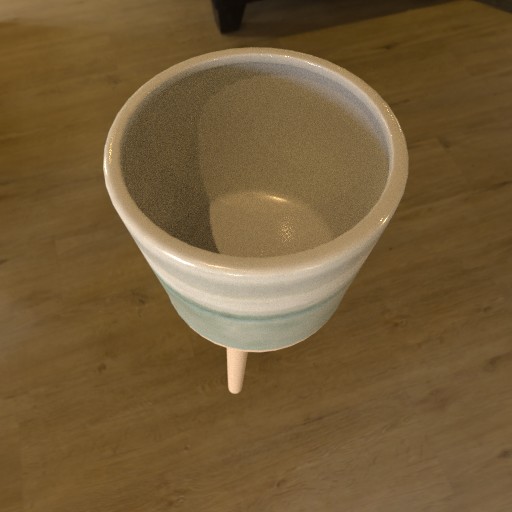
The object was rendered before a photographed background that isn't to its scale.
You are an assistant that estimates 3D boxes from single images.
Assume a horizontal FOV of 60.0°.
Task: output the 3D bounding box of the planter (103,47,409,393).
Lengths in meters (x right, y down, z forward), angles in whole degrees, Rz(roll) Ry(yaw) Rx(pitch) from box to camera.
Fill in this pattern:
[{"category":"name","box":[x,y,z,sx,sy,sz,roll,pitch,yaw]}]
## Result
[{"category":"planter","box":[0.000,0.000,0.560,0.265,0.404,0.265,-1,60,-1]}]
